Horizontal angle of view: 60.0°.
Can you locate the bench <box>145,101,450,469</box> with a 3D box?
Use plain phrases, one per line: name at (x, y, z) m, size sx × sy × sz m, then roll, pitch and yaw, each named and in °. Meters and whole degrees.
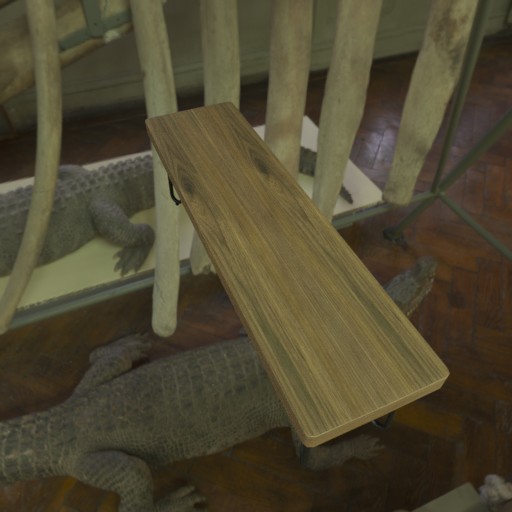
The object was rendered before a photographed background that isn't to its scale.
bench at (0.000, 0.000, 1.740) m, size 0.425 × 0.462 × 1.570 m, roll -18°, pitch 49°, yaw -16°
